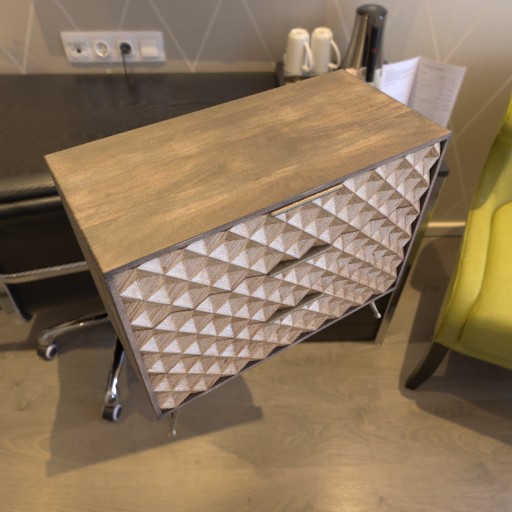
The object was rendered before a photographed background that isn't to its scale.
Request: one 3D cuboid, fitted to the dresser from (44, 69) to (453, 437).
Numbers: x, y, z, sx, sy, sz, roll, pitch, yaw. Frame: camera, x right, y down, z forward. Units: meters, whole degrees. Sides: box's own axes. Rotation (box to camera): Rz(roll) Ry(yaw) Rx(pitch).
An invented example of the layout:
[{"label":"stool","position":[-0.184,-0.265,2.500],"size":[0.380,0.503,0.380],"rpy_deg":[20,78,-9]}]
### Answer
[{"label":"dresser","position":[0.000,0.000,1.390],"size":[0.923,0.801,0.453],"rpy_deg":[-24,51,-21]}]
